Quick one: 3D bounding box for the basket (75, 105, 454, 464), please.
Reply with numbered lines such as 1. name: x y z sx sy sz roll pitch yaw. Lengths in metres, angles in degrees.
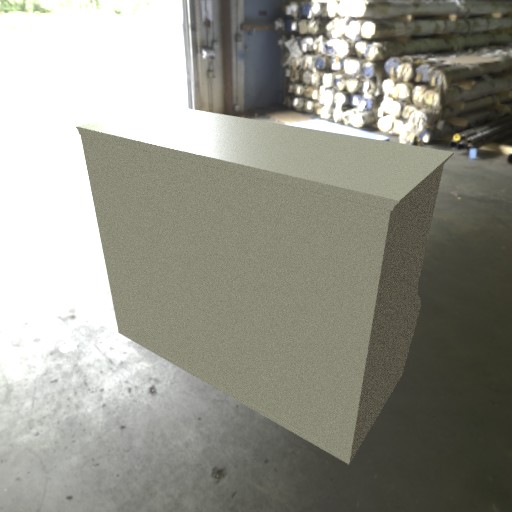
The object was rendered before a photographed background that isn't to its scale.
1. basket: 0.000 0.000 1.146 0.792 0.625 0.376 19 35 30
